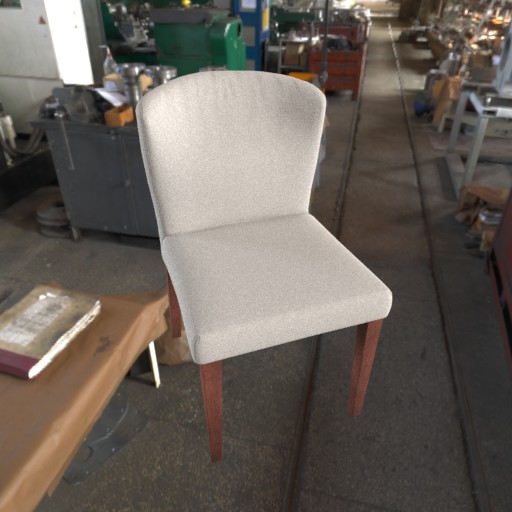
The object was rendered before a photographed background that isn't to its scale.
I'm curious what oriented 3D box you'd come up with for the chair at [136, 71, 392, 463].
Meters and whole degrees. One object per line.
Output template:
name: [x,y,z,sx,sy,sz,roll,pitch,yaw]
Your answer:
chair: [0.000,0.000,1.184,0.491,0.839,0.592,-11,34,-17]
